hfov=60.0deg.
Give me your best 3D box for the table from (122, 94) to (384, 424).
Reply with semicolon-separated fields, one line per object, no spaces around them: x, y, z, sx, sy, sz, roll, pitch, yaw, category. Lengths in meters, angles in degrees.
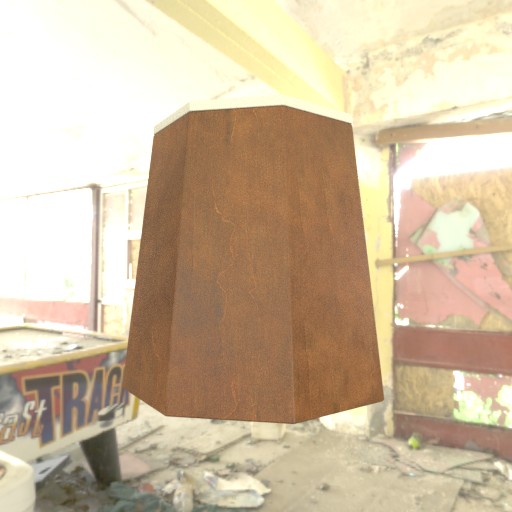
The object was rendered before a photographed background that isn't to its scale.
0.000;0.000;0.816;0.439;0.457;0.439;1;-2;-37;table
